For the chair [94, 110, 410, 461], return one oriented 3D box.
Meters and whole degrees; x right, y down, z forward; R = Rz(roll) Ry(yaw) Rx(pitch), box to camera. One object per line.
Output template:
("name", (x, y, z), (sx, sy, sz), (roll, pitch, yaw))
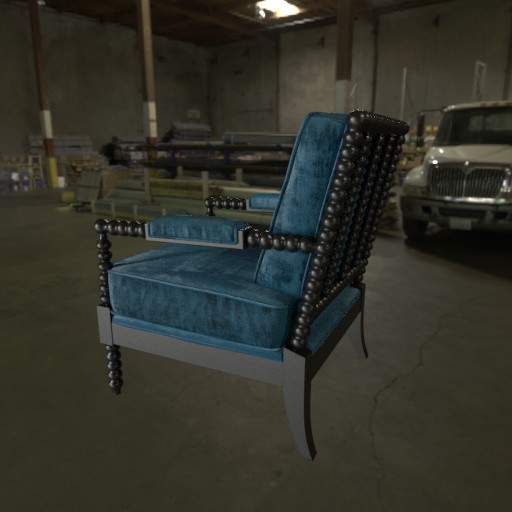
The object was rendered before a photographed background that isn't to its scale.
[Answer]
("chair", (0.000, 0.000, 1.431), (0.805, 0.857, 0.688), (7, 16, 25))
